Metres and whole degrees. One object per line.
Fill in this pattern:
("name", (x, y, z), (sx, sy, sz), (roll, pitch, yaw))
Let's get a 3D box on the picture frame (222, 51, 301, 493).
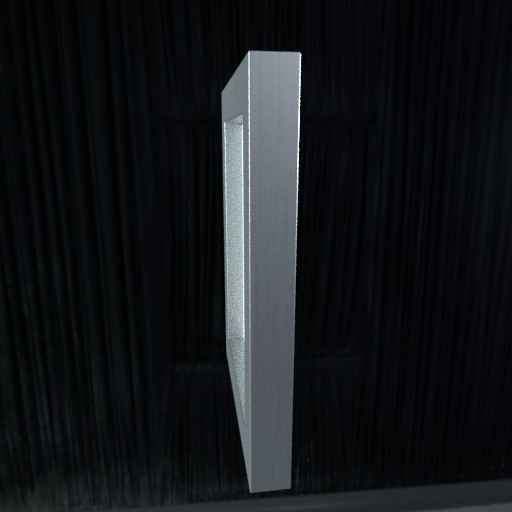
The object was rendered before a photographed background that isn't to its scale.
("picture frame", (0.000, 0.000, 0.277), (0.028, 0.208, 0.157), (-2, 15, -8))
